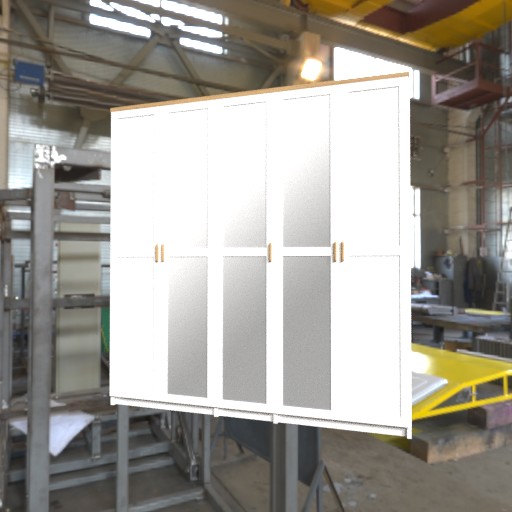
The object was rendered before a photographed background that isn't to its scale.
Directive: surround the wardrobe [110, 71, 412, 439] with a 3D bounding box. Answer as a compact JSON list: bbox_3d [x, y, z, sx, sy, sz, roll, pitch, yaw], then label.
[{"bbox_3d":[0.000,0.000,3.300,2.160,2.260,0.590,0,-1,18],"label":"wardrobe"}]
